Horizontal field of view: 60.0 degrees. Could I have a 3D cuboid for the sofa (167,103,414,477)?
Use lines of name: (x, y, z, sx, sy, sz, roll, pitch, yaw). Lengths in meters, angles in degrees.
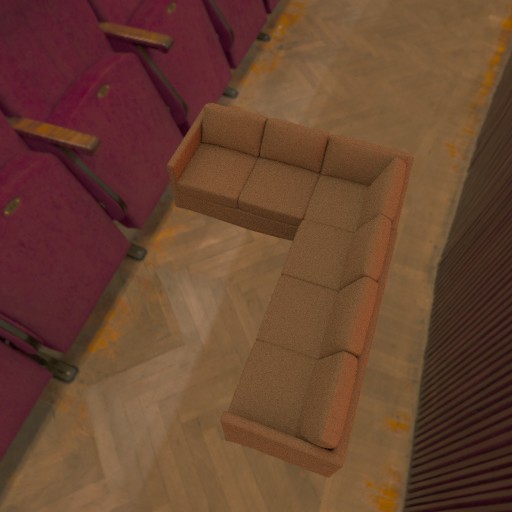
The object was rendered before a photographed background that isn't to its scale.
sofa: (0.000, 0.000, 4.295, 2.432, 0.871, 3.182, 17, 59, 11)
